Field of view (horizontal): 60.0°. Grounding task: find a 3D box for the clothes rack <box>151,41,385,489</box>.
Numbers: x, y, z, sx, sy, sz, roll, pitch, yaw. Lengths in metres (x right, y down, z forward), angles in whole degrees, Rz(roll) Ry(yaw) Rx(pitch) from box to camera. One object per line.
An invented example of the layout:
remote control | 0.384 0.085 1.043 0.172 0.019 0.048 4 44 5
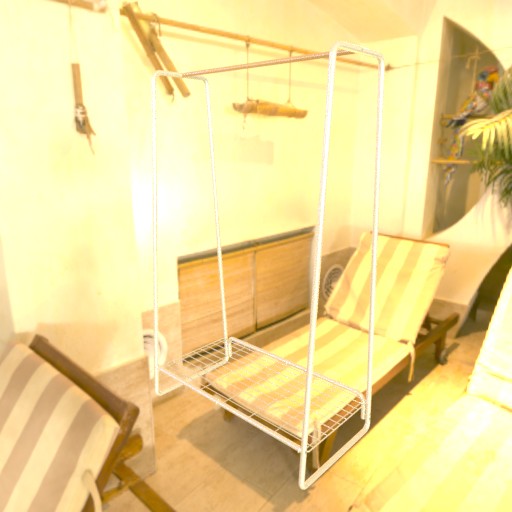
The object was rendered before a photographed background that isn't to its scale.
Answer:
clothes rack | 0.000 0.000 1.852 0.900 1.500 0.495 14 20 41
